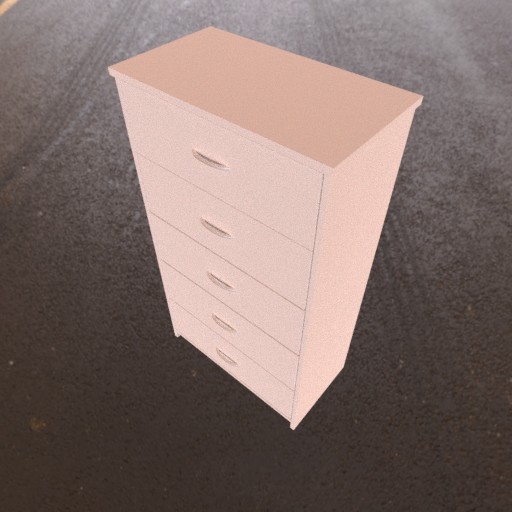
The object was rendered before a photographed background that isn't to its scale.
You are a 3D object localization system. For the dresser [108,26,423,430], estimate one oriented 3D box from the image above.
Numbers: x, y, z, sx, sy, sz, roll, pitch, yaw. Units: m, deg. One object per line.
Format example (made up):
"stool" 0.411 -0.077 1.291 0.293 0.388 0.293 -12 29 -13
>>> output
"dresser" 0.000 0.000 1.556 0.704 1.255 0.399 31 54 27
